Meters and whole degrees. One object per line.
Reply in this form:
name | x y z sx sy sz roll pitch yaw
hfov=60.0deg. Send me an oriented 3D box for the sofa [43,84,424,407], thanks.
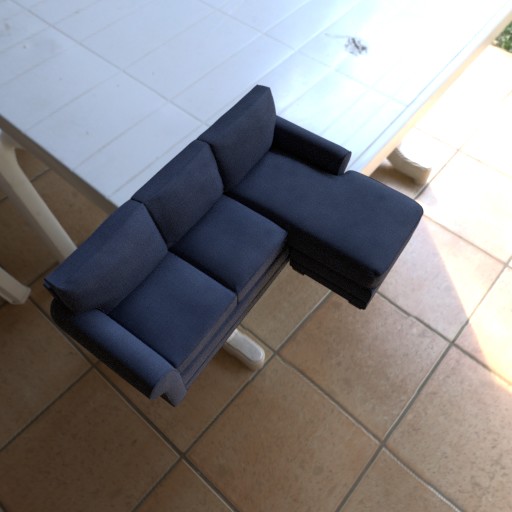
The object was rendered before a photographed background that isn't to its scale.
sofa | 0.000 0.000 3.407 1.780 1.063 2.567 31 63 18
